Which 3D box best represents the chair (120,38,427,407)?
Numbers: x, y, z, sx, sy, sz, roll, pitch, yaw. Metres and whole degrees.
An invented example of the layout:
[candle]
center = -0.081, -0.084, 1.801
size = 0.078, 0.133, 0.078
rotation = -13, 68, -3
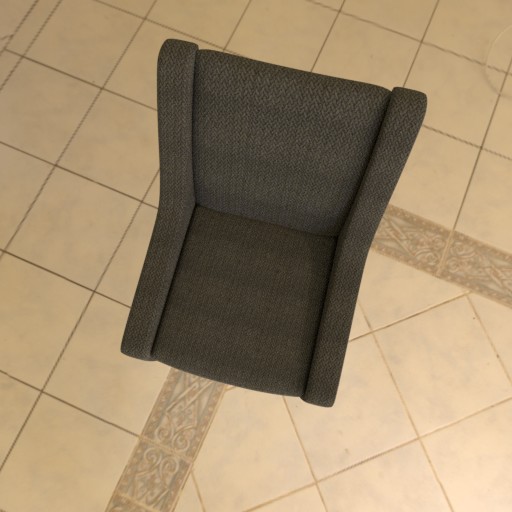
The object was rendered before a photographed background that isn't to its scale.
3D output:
[chair]
center = 0.000, 0.000, 1.642
size = 0.793, 1.012, 0.944
rotation = 14, 76, 3
